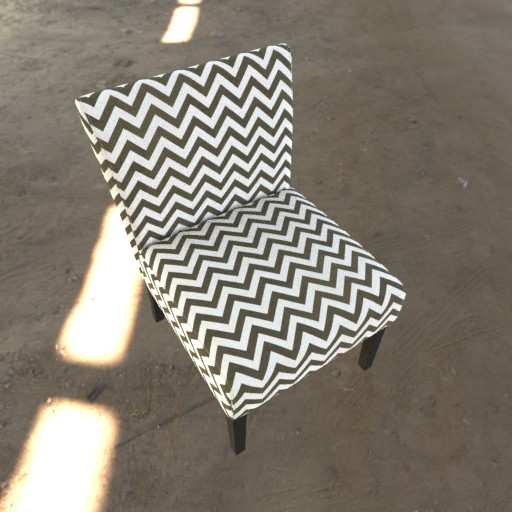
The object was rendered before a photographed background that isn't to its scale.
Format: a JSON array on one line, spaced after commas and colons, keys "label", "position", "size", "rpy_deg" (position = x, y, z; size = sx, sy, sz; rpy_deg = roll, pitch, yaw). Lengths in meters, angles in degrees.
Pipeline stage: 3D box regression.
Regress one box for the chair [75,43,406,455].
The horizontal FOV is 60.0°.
[{"label": "chair", "position": [0.000, 0.000, 1.235], "size": [0.589, 0.838, 0.648], "rpy_deg": [-25, 52, -22]}]
